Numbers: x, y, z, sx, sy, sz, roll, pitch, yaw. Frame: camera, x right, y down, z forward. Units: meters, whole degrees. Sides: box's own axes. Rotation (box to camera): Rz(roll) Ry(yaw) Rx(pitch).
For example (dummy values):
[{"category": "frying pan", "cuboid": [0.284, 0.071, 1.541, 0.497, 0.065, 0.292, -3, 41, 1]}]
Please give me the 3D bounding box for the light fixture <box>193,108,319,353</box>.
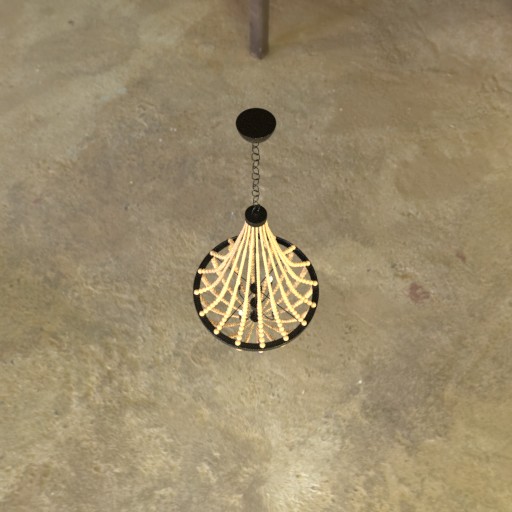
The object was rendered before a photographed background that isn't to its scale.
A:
[{"category": "light fixture", "cuboid": [0.000, 0.000, 1.358, 0.450, 1.133, 0.450, 0, 63, 0]}]
